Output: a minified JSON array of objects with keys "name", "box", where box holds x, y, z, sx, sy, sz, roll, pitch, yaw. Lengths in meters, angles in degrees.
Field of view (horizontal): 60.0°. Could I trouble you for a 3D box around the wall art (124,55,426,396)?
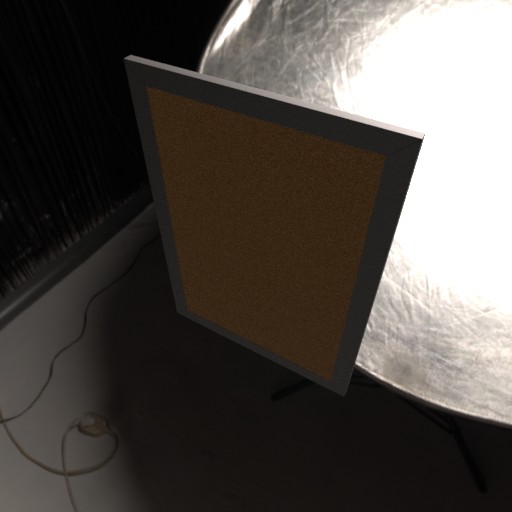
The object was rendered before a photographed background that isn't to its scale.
[{"name":"wall art","box":[0.000,0.000,0.690,0.380,0.534,0.013,23,50,20]}]
